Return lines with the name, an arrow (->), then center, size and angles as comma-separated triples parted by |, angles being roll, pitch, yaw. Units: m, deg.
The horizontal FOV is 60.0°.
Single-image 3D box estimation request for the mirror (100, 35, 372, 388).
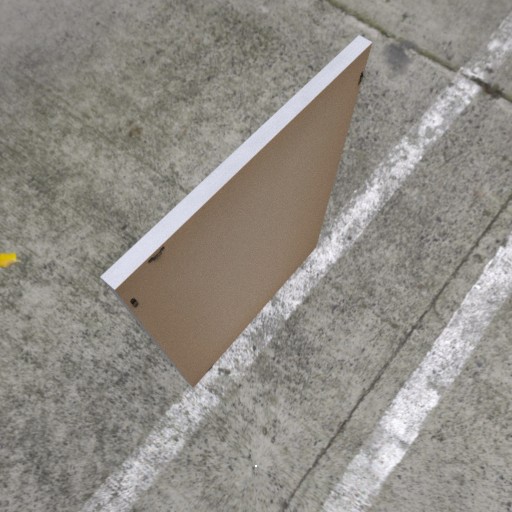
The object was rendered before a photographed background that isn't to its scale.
mirror -> 0.000, 0.000, 1.316 | 0.041, 1.016, 0.762 | 37, 70, 16
